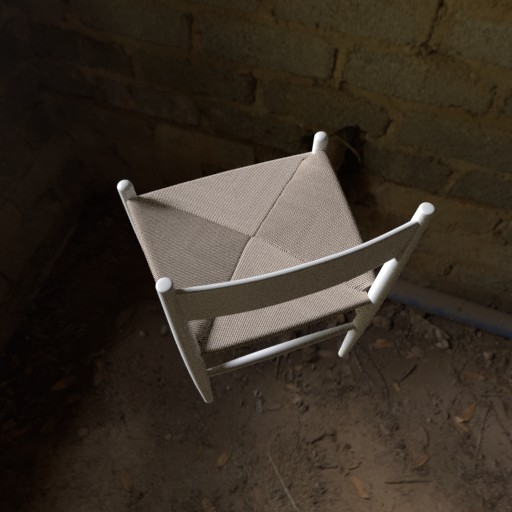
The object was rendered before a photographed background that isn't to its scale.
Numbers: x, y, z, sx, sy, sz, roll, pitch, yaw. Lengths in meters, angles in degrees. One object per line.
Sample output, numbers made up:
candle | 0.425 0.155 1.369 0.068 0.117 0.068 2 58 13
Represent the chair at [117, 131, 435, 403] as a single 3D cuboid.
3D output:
chair | 0.000 0.000 1.098 0.556 0.762 0.495 -16 60 -10
